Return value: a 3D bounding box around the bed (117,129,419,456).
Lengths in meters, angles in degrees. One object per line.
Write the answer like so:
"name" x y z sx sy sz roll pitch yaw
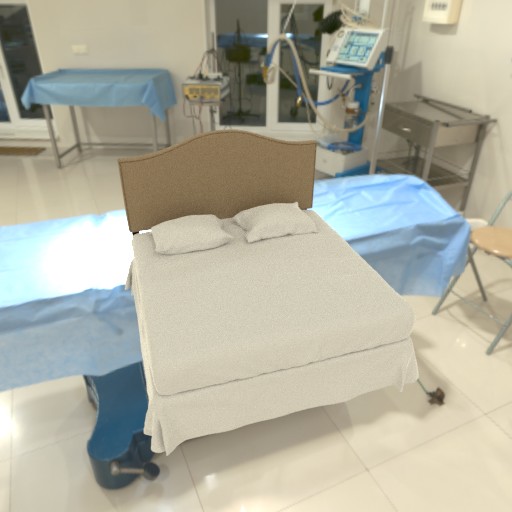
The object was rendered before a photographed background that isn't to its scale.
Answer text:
"bed" 0.000 0.000 3.815 2.311 1.651 2.222 -9 32 -15
